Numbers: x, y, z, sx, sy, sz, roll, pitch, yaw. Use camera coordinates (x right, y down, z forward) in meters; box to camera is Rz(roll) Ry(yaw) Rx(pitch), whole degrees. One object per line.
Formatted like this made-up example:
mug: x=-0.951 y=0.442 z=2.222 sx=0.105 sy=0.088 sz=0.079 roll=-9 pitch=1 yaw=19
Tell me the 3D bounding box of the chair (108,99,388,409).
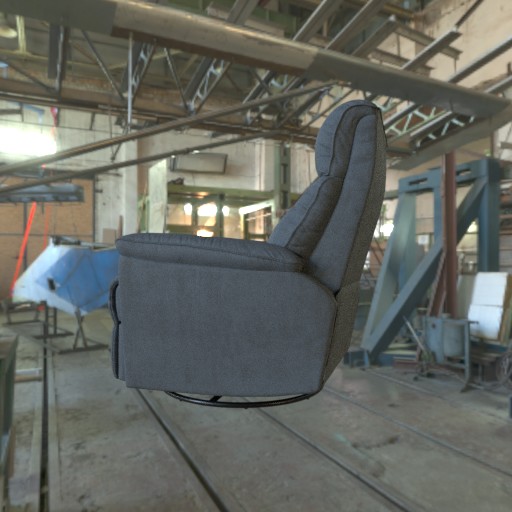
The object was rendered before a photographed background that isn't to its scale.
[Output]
chair: x=0.000 y=0.000 z=1.796 sx=1.004 sy=1.037 sz=0.820 roll=0 pitch=0 yaw=19
